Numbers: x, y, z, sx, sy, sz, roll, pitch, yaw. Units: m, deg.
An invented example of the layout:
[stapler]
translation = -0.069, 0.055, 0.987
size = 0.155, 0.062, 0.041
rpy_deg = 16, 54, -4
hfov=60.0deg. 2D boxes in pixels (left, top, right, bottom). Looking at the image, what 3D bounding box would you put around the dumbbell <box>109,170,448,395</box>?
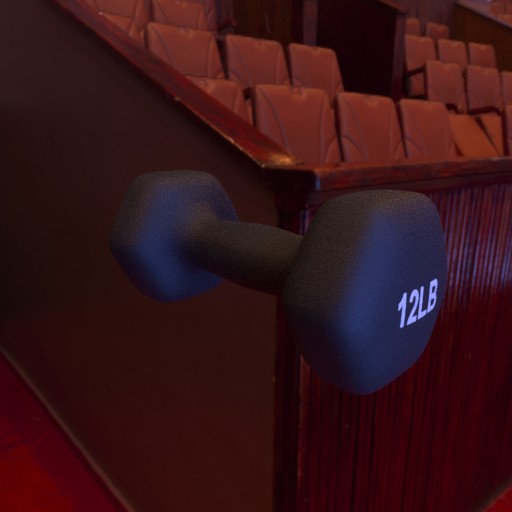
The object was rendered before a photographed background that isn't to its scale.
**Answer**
[dumbbell]
translation = 0.000, 0.000, 0.296
size = 0.112, 0.101, 0.231
rpy_deg = -14, 21, -42
